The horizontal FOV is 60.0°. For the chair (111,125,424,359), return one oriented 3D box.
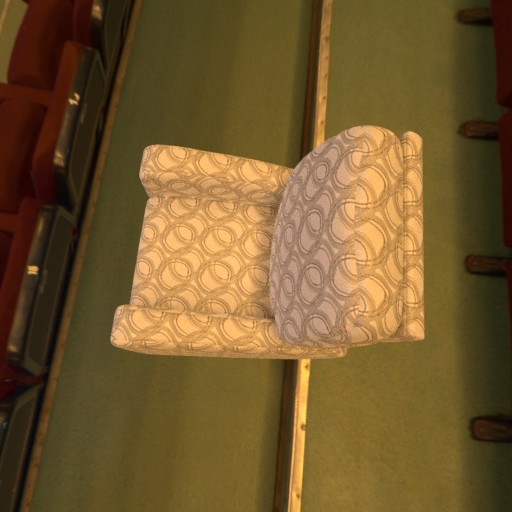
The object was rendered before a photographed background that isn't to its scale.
[{"bbox_3d":[0.000,0.000,1.728,0.995,1.065,0.796,5,75,1],"label":"chair"}]
